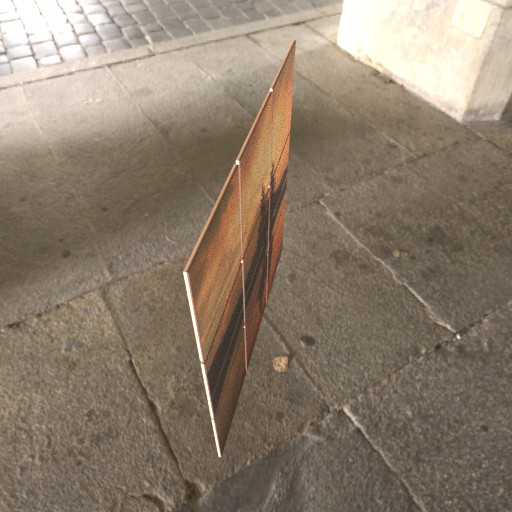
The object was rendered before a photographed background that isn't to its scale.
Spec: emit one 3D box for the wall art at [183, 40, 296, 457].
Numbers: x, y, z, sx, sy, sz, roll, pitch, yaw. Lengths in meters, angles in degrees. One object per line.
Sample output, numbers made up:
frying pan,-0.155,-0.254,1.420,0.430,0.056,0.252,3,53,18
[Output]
wall art,0.000,0.000,1.799,0.013,1.218,1.216,11,49,9
